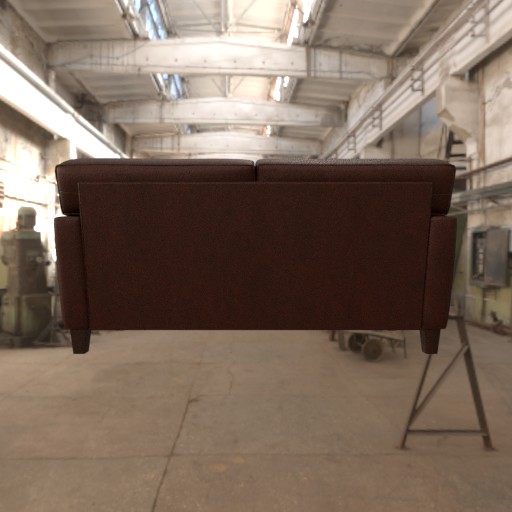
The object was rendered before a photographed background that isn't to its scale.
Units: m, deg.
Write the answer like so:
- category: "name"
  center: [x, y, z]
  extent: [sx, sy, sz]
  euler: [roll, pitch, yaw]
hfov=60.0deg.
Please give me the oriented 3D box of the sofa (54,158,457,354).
- category: "sofa"
  center: [0.000, 0.000, 2.398]
  extent: [1.876, 0.928, 0.912]
  euler: [0, 1, 0]
